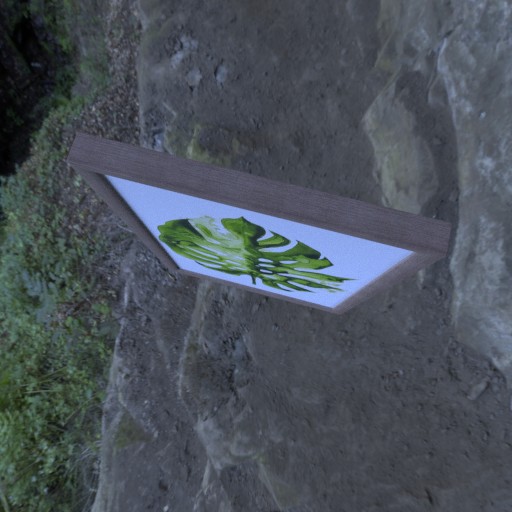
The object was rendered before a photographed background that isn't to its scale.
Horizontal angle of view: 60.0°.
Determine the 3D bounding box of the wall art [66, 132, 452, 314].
[{"bbox_3d":[0.000,0.000,0.650,0.356,0.509,0.031,14,77,3],"label":"wall art"}]
